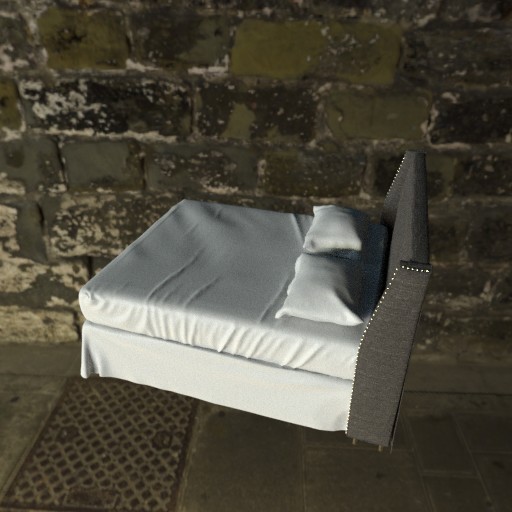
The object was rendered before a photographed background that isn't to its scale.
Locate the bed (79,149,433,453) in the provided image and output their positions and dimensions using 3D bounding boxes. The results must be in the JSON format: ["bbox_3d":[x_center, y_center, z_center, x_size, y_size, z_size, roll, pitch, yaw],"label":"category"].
[{"bbox_3d":[0.000,0.000,3.372,2.276,1.332,1.925,9,32,15],"label":"bed"}]
